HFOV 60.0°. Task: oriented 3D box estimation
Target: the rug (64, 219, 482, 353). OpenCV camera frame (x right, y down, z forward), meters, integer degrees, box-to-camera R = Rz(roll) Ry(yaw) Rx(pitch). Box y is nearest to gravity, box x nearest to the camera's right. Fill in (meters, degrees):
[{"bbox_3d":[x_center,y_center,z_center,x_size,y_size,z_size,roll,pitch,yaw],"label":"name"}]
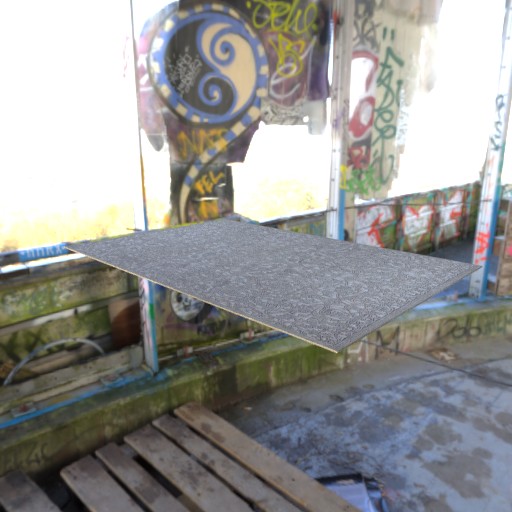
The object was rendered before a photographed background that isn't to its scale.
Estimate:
[{"bbox_3d":[0.000,0.000,2.304,1.827,0.006,1.221,14,20,42],"label":"rug"}]
